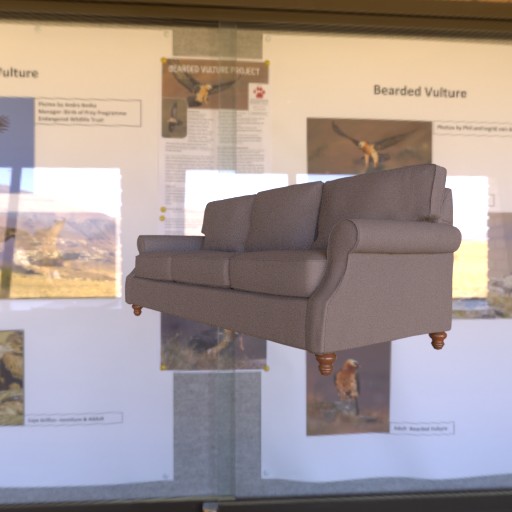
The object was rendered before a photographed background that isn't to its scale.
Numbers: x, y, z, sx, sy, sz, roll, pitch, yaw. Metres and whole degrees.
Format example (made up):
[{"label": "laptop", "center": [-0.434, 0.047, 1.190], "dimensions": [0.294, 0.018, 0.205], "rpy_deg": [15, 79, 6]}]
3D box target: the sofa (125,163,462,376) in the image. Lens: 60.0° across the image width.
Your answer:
[{"label": "sofa", "center": [0.000, 0.000, 2.861], "dimensions": [0.966, 0.948, 2.353], "rpy_deg": [0, 1, -36]}]
